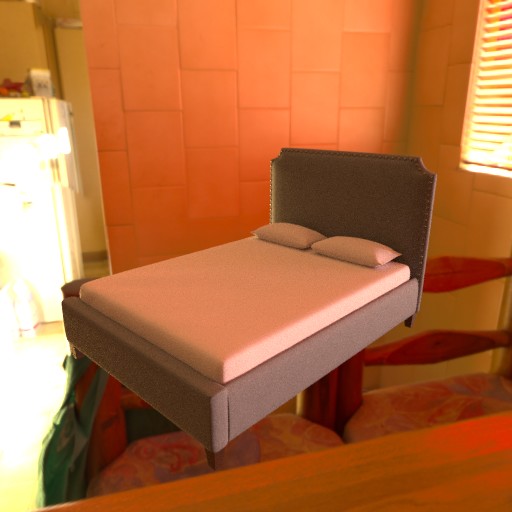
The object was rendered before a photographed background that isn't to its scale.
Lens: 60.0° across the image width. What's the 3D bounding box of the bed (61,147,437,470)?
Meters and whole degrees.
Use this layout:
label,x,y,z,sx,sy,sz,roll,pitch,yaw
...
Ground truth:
label,x,y,z,sx,sy,sz,roll,pitch,yaw
bed,0.000,0.000,3.399,1.712,1.443,2.372,16,24,41
